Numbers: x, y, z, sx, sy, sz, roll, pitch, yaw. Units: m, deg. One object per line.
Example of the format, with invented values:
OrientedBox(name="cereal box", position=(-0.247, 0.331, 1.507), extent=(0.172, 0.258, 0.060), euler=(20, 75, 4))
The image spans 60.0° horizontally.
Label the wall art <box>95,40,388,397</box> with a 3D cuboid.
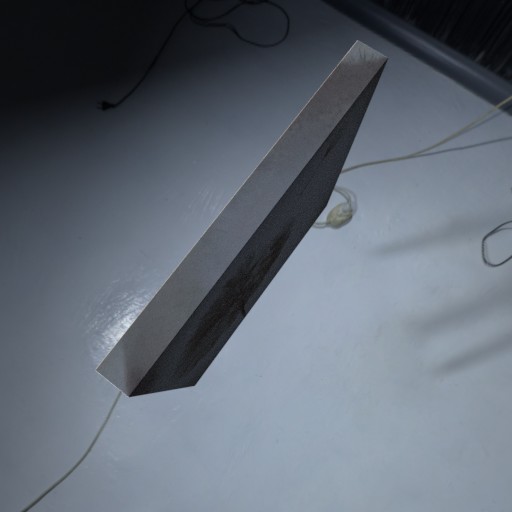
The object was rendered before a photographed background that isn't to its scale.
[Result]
OrientedBox(name="wall art", position=(0.000, 0.000, 0.452), extent=(0.028, 0.303, 0.303), euler=(35, 78, 9))
